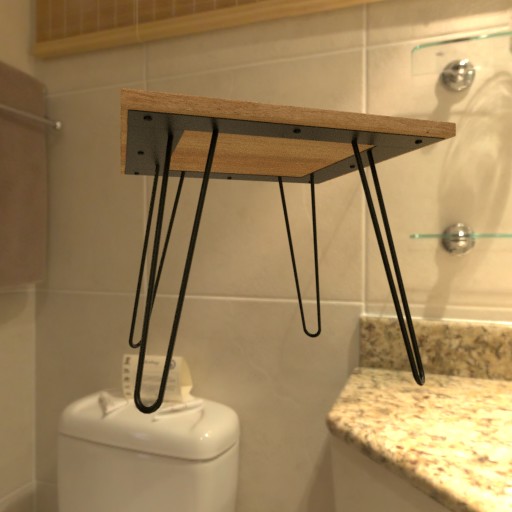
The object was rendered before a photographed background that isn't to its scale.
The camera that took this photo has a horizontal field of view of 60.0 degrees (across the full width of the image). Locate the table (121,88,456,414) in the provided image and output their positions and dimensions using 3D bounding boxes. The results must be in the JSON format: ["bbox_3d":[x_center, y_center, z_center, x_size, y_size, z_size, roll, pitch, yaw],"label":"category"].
[{"bbox_3d":[0.000,0.000,1.027,0.599,0.500,0.599,0,0,-17],"label":"table"}]
